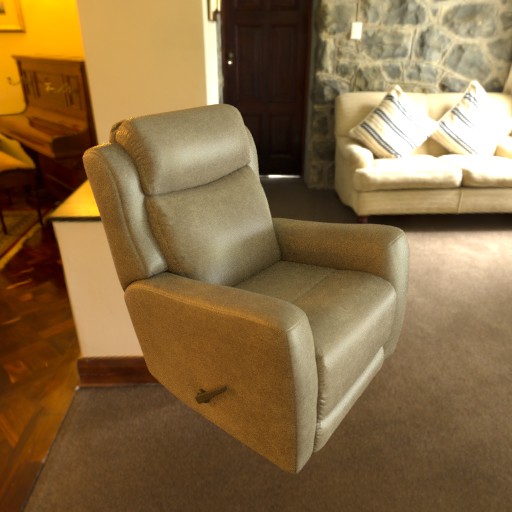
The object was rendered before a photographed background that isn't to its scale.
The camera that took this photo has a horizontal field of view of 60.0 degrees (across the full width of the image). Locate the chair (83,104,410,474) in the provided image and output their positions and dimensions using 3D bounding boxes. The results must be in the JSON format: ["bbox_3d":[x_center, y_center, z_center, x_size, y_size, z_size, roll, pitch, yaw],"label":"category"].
[{"bbox_3d":[0.000,0.000,1.883,1.068,1.116,0.967,19,32,34],"label":"chair"}]
